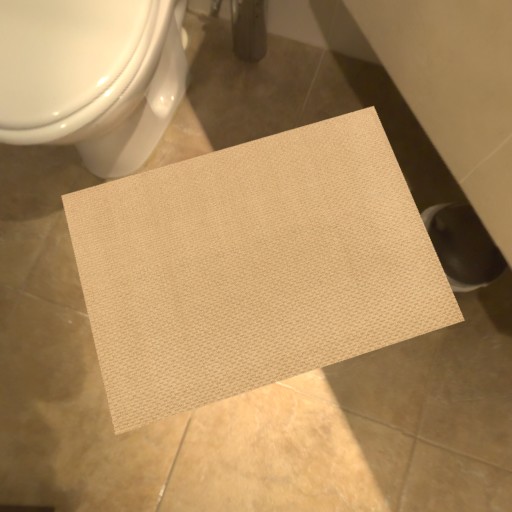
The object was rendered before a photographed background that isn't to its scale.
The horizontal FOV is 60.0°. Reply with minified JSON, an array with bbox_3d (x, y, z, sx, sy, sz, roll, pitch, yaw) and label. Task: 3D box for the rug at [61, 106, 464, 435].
[{"bbox_3d":[0.000,0.000,2.748,2.144,0.013,1.509,-17,77,-4],"label":"rug"}]
